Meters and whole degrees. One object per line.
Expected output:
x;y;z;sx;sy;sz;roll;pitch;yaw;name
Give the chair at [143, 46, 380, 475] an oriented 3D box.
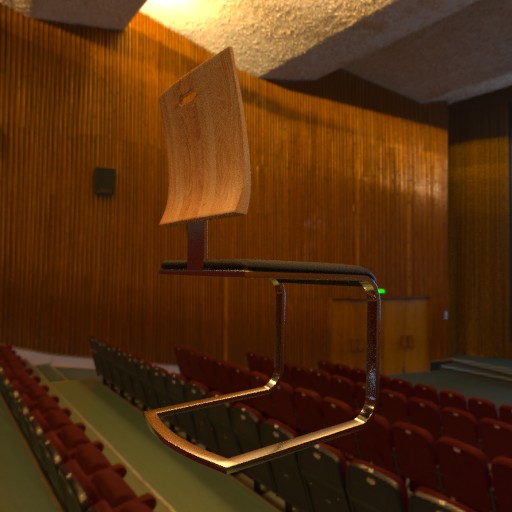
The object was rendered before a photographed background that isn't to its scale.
0.000;0.000;1.267;0.560;0.936;0.462;1;-2;-37;chair
